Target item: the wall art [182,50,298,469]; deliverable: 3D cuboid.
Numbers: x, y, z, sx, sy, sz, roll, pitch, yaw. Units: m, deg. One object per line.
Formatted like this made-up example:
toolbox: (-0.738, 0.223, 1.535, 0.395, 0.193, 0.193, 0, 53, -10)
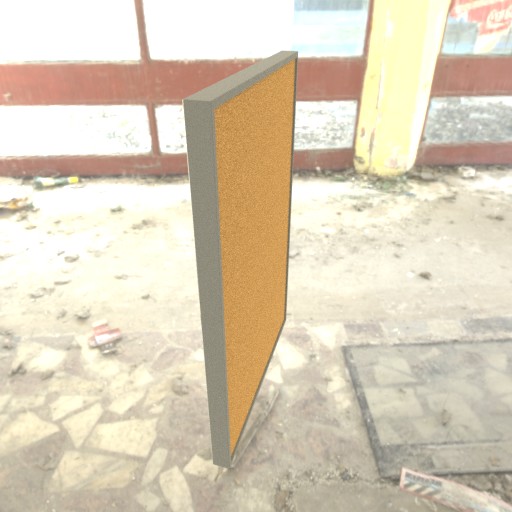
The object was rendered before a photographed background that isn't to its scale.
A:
wall art: (0.000, 0.000, 0.957, 0.039, 0.753, 0.511, 9, 33, 14)
